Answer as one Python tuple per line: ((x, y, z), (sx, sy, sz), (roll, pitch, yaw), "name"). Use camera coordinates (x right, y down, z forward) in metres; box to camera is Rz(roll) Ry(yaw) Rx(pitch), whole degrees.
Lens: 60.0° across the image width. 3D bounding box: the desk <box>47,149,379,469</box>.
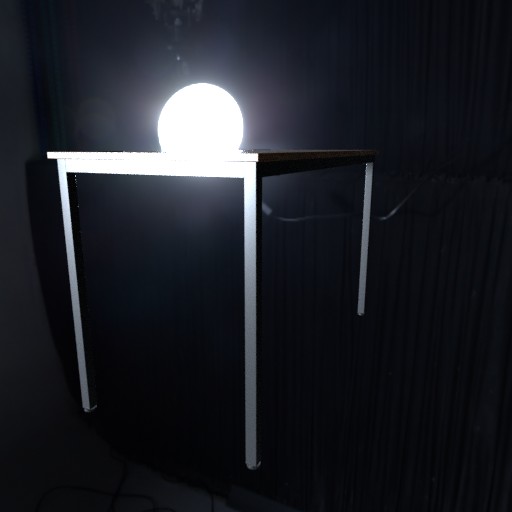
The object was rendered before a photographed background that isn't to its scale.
((0.000, 0.000, 1.613), (0.600, 0.749, 1.200), (7, 15, 25), "desk")
